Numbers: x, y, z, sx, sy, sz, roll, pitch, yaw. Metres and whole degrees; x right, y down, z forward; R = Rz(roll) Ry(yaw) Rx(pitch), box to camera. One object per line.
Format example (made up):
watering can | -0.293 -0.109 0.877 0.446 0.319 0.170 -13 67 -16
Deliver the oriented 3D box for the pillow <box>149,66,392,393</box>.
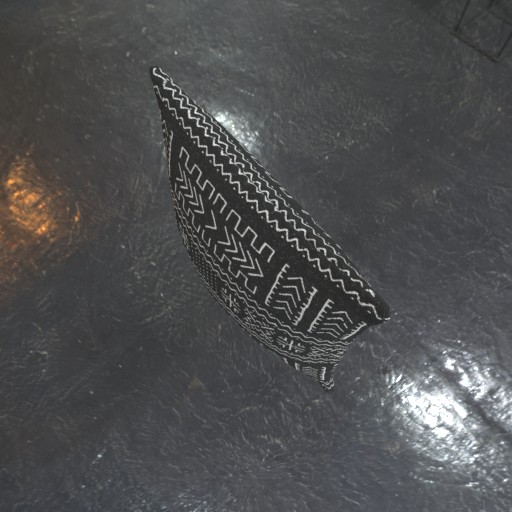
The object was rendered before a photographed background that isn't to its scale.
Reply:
pillow | 0.000 0.000 0.688 0.164 0.430 0.438 -35 69 -16
